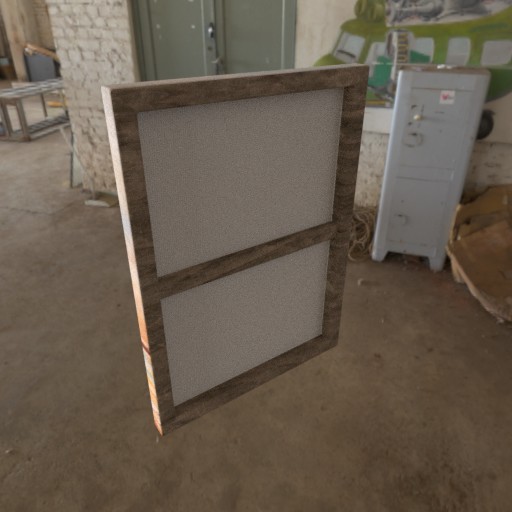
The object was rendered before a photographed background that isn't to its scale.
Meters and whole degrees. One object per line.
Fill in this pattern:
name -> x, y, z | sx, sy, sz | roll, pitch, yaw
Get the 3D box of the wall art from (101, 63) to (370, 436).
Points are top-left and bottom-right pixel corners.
wall art -> 0.000, 0.000, 0.789 | 0.443, 0.605, 0.035 | -19, 34, -30
